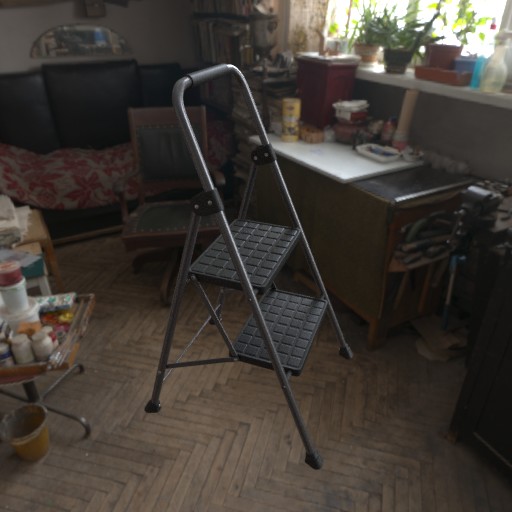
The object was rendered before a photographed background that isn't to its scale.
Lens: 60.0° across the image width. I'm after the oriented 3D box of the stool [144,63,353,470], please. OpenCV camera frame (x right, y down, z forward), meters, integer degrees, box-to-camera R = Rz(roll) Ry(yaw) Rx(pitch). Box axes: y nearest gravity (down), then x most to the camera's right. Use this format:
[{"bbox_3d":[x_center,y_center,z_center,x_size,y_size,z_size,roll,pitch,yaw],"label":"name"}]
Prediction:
[{"bbox_3d":[0.000,0.000,1.124,0.514,0.872,0.450,11,32,18],"label":"stool"}]
